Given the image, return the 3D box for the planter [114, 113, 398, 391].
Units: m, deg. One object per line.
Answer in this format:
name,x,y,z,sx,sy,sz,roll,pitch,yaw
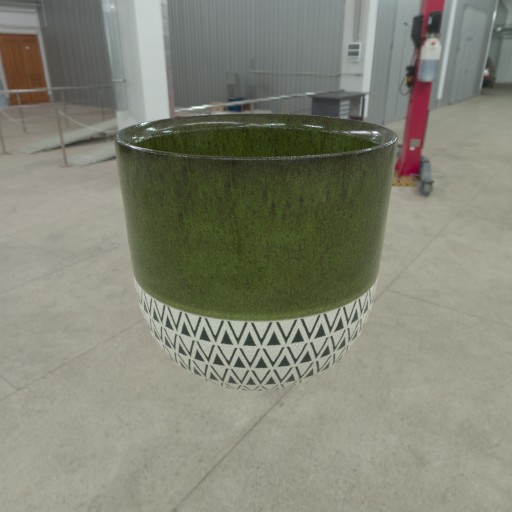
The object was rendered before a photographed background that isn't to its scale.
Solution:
planter,0.000,0.000,0.486,0.266,0.270,0.266,0,24,0
